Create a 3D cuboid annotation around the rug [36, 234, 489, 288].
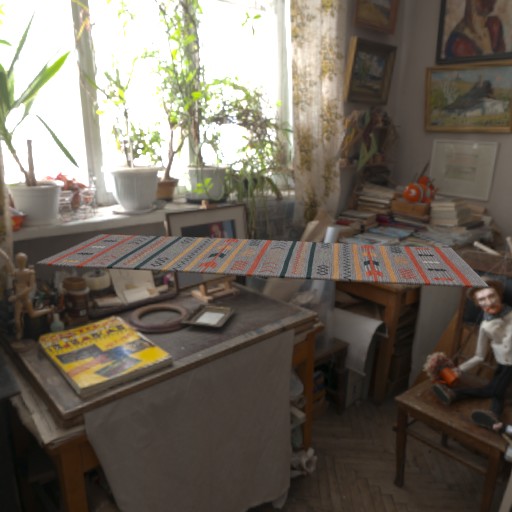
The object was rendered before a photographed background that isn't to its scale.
[{"bbox_3d":[0.000,0.000,2.675,2.419,0.022,0.744,3,16,9],"label":"rug"}]
